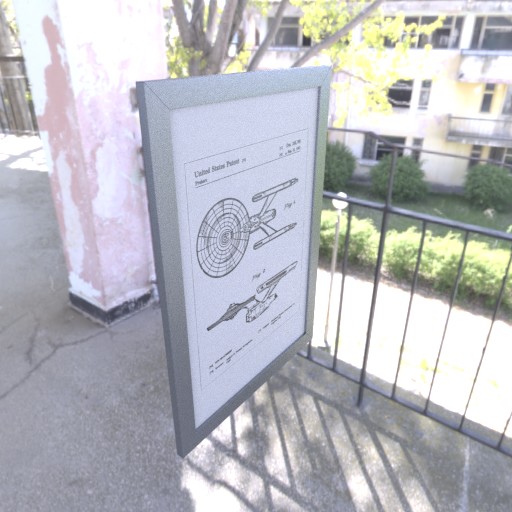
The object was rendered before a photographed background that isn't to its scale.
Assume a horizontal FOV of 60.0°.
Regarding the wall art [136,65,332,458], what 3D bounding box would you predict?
[{"bbox_3d":[0.000,0.000,0.686,0.013,0.529,0.376,19,32,33],"label":"wall art"}]
